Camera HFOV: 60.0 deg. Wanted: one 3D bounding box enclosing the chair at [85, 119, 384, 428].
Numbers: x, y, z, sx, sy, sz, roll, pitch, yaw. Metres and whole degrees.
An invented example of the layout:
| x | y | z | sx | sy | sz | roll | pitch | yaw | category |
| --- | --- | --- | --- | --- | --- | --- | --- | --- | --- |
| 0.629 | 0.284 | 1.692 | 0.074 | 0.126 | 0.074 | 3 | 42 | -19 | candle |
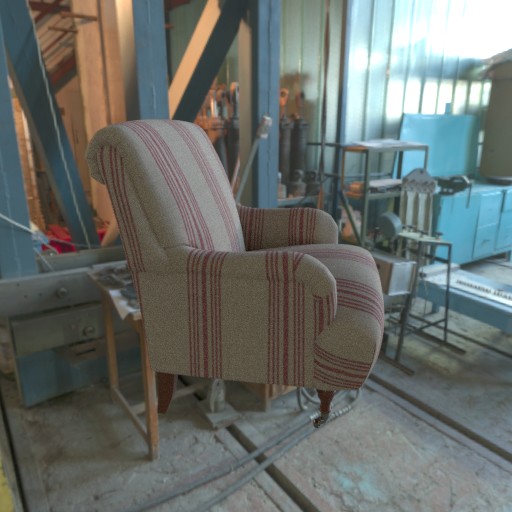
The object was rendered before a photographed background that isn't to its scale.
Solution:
| x | y | z | sx | sy | sz | roll | pitch | yaw | category |
| --- | --- | --- | --- | --- | --- | --- | --- | --- | --- |
| 0.000 | 0.000 | 1.904 | 1.058 | 1.123 | 0.933 | 3 | 17 | 10 | chair |
